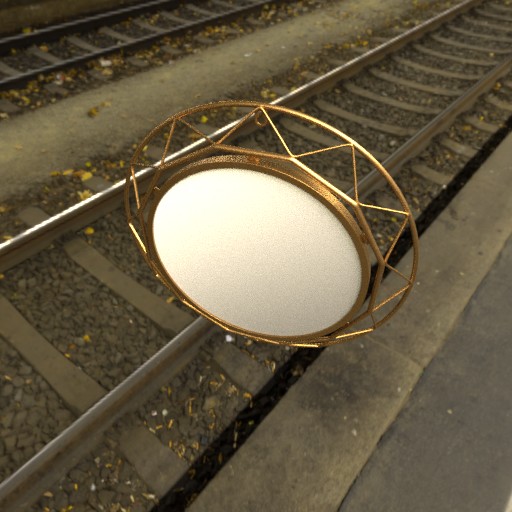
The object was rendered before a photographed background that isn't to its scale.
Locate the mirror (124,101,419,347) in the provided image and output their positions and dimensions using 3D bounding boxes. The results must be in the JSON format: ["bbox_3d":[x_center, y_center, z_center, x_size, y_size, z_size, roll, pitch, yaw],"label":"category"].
[{"bbox_3d":[0.000,0.000,0.659,0.454,0.454,0.043,13,44,13],"label":"mirror"}]
